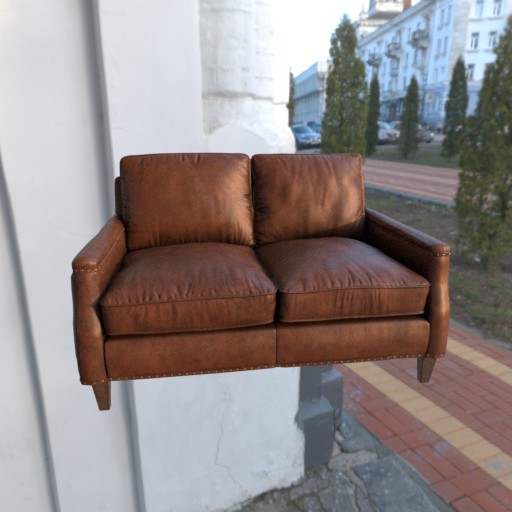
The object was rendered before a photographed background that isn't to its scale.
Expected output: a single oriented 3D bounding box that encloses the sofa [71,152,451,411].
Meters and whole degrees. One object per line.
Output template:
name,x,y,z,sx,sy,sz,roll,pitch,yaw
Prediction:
sofa,0.000,0.000,2.284,1.628,1.003,1.083,-2,17,-8
